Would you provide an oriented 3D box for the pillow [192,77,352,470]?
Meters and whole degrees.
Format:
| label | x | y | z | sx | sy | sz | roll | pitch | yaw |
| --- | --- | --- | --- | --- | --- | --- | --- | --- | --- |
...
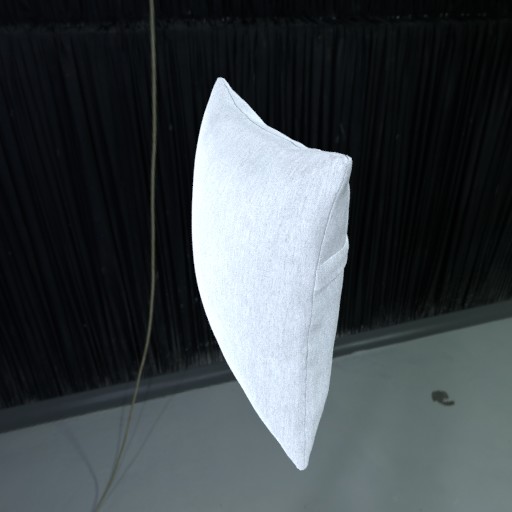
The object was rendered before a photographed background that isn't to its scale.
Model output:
| label | x | y | z | sx | sy | sz | roll | pitch | yaw |
| --- | --- | --- | --- | --- | --- | --- | --- | --- | --- |
| pillow | 0.000 | 0.000 | 0.662 | 0.173 | 0.436 | 0.433 | -10 | 32 | -16 |
